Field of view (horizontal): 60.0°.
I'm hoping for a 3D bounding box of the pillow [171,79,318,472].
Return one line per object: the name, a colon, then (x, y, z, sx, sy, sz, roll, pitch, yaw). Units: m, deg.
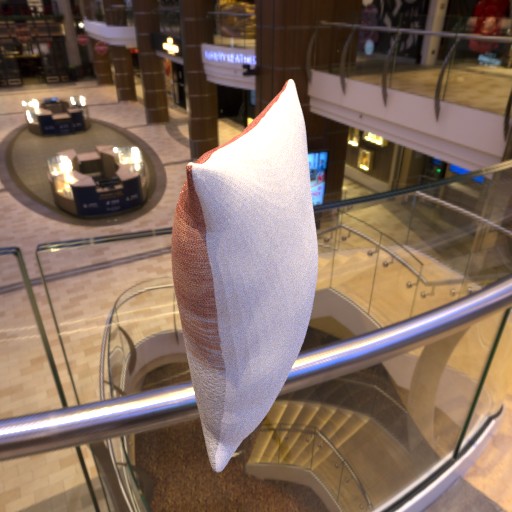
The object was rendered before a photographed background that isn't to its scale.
pillow: (0.000, 0.000, 0.667, 0.182, 0.441, 0.440, 8, 31, 14)
